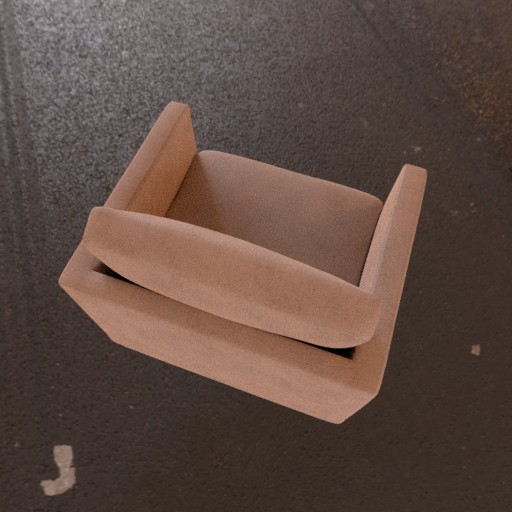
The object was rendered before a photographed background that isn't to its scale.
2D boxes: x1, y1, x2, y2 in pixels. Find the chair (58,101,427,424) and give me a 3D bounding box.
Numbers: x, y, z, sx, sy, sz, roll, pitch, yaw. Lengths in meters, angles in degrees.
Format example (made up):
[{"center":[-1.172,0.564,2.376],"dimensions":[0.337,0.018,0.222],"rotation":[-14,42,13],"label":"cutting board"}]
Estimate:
[{"center":[0.000,0.000,1.856],"dimensions":[1.133,0.961,0.959],"rotation":[18,64,9],"label":"chair"}]
